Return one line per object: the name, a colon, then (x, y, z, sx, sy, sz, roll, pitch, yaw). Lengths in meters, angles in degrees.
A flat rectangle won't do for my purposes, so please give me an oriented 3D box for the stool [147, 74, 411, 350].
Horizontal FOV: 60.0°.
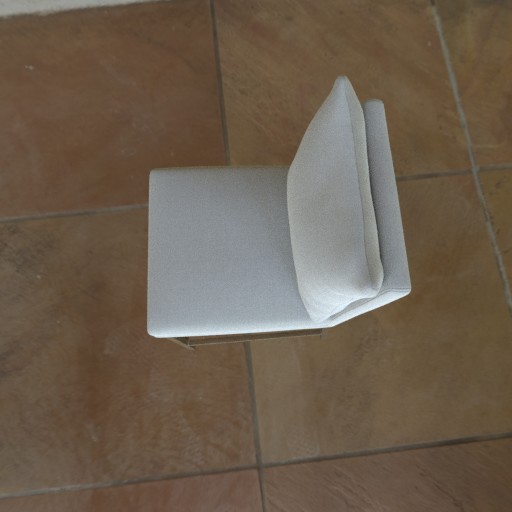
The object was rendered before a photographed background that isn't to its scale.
stool: (0.000, 0.000, 1.308, 0.572, 1.032, 0.463, -3, 75, -1)
